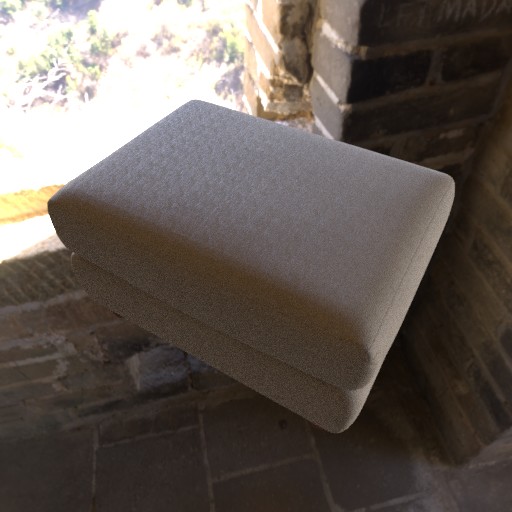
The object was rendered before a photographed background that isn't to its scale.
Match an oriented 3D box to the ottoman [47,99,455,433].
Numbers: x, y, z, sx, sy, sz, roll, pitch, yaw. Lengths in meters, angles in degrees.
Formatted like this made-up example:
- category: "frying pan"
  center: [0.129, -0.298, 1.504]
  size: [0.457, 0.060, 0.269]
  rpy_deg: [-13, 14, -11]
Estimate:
- category: "ottoman"
  center: [0.000, 0.000, 1.125]
  size: [0.773, 0.504, 0.569]
  rpy_deg: [23, 51, 21]
